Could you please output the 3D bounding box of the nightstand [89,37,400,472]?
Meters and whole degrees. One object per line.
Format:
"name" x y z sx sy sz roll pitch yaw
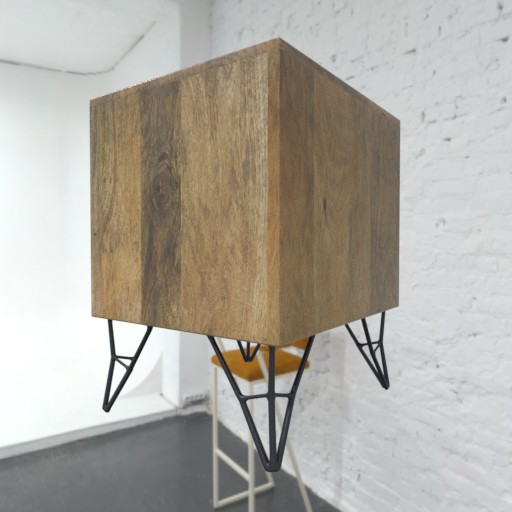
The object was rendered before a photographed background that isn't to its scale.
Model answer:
"nightstand" 0.000 0.000 0.858 0.406 0.559 0.457 1 2 36
